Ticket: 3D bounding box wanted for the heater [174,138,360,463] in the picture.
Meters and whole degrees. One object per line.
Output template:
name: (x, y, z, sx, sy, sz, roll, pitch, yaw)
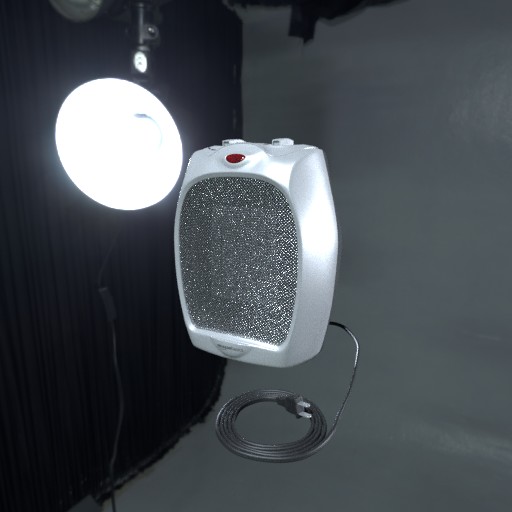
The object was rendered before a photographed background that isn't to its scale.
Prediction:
heater: (0.000, 0.000, 0.461, 0.239, 0.240, 0.291, 7, 15, 28)
